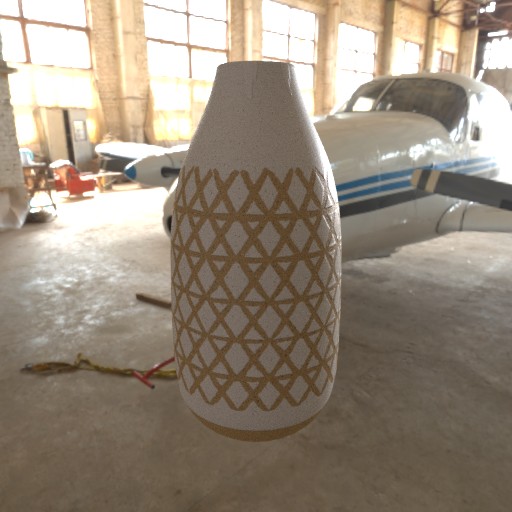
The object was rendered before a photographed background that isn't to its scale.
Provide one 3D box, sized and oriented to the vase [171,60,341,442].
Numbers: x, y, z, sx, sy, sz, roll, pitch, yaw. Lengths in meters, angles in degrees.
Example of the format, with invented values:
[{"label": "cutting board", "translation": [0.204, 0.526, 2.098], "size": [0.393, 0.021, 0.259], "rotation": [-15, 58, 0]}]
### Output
[{"label": "vase", "translation": [0.000, 0.000, 0.479], "size": [0.186, 0.380, 0.186], "rotation": [0, 17, 0]}]
